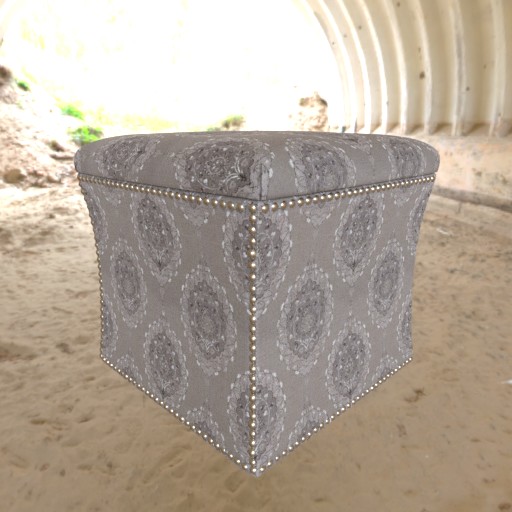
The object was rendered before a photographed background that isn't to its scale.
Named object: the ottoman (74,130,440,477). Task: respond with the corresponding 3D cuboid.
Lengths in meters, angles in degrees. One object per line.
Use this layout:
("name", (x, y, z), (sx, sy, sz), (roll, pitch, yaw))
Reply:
("ottoman", (0.000, 0.000, 0.869), (0.497, 0.473, 0.507), (-15, 22, -42))
